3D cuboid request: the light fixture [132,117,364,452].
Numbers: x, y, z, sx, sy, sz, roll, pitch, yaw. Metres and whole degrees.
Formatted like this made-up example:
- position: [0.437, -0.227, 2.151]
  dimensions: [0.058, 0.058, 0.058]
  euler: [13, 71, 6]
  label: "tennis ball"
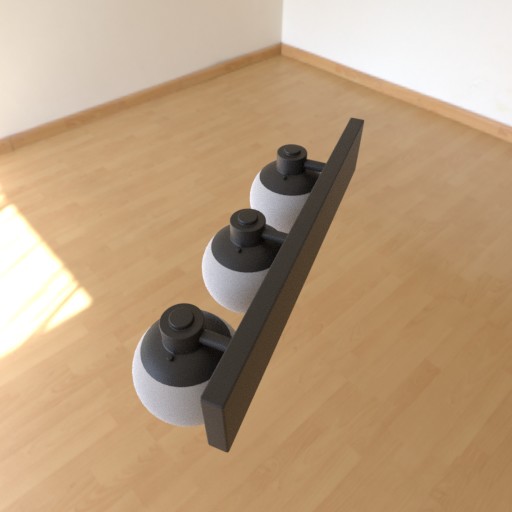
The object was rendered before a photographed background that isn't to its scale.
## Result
- position: [0.000, 0.000, 0.859]
  dimensions: [0.218, 0.263, 0.721]
  euler: [16, 47, 16]
  label: "light fixture"
